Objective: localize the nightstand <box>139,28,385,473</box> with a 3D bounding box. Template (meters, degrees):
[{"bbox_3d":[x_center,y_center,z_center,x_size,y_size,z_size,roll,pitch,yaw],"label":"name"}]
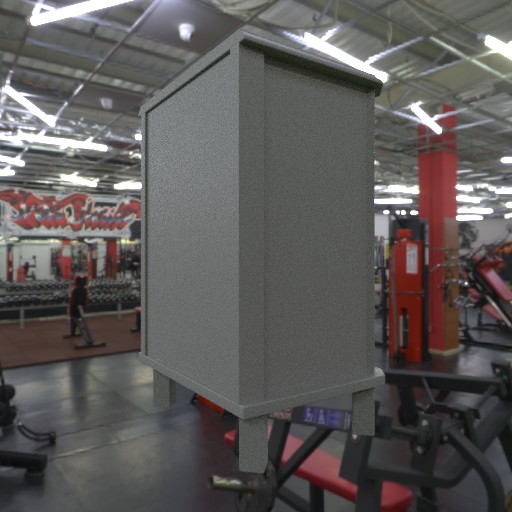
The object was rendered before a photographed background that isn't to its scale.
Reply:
[{"bbox_3d":[0.000,0.000,0.936,0.350,0.680,0.450,0,0,-34],"label":"nightstand"}]
